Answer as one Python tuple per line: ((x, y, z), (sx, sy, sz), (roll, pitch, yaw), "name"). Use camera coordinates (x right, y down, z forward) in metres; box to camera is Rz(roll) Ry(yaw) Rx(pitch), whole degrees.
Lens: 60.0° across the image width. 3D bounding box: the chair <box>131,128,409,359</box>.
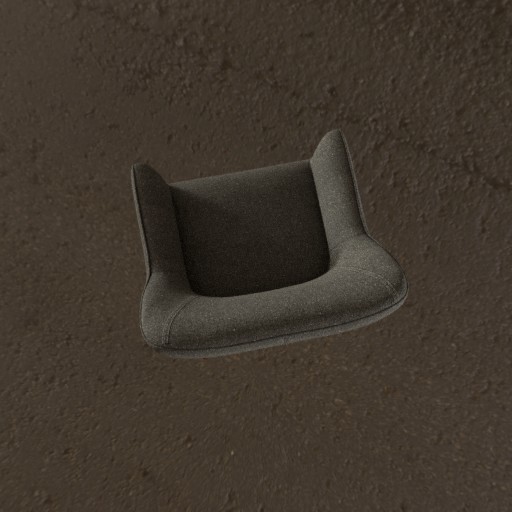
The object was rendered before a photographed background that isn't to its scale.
((0.000, 0.000, 1.185), (0.543, 0.803, 0.519), (-10, 75, -3), "chair")
